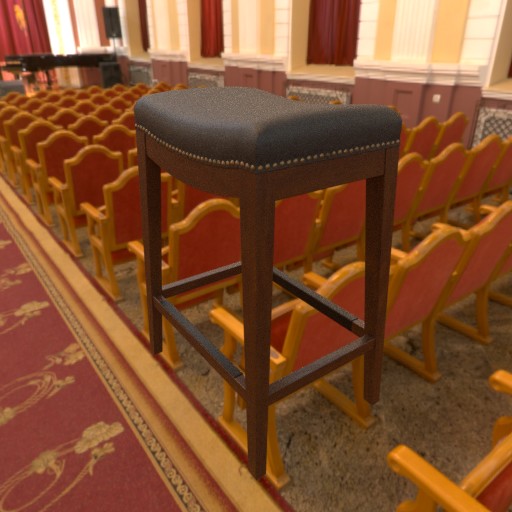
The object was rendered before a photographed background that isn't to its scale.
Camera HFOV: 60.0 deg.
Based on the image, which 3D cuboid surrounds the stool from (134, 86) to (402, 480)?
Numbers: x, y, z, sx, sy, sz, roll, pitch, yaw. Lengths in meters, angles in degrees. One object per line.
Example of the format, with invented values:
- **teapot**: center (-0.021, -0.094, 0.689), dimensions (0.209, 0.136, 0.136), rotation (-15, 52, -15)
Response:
- **stool**: center (0.000, 0.000, 0.972), dimensions (0.353, 0.664, 0.490), rotation (-18, 31, -32)
